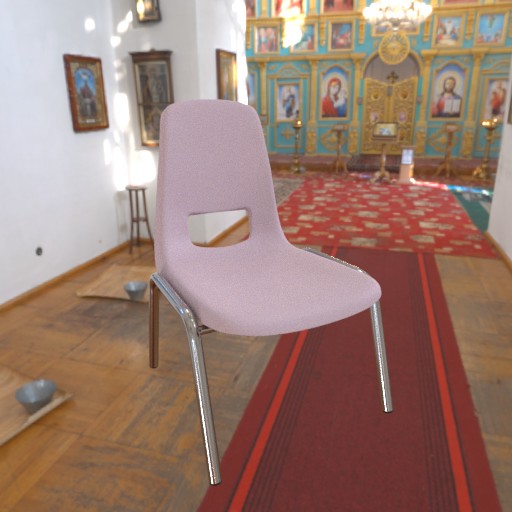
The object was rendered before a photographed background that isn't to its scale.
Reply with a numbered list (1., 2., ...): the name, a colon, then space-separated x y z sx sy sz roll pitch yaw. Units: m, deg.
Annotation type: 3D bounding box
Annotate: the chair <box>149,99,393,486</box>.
1. chair: 0.000 0.000 0.788 0.354 0.536 0.385 -9 20 -27
